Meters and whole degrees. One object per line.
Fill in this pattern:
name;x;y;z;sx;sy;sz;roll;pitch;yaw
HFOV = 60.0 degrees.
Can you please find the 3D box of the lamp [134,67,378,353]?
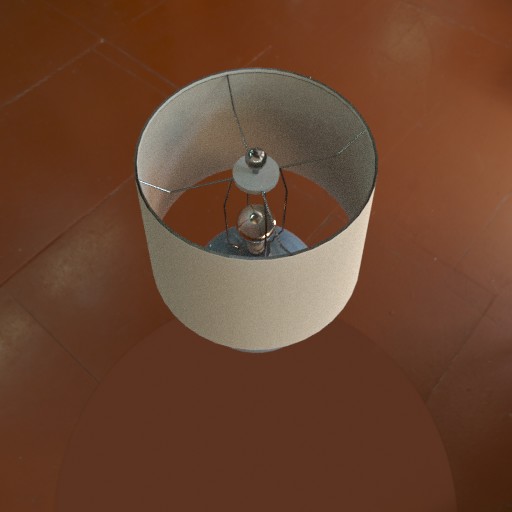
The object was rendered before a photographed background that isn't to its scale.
lamp;0.000;0.000;0.546;0.247;0.387;0.247;0;63;0
